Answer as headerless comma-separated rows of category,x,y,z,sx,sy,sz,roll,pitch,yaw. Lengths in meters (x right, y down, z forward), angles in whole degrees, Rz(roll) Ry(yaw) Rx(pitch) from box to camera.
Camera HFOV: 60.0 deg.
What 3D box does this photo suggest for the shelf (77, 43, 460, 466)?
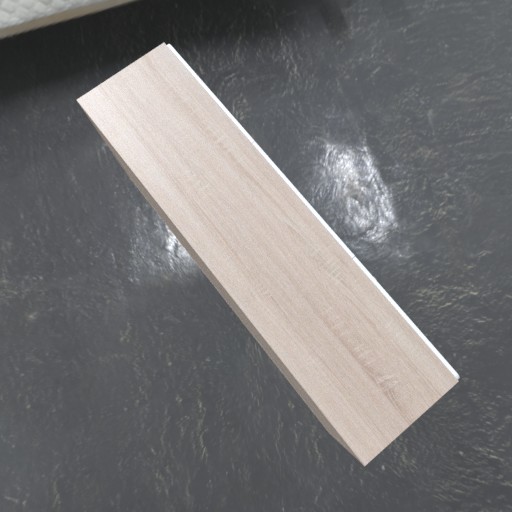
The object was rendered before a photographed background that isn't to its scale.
shelf,0.000,0.000,1.798,0.400,0.780,1.490,-38,79,-9
